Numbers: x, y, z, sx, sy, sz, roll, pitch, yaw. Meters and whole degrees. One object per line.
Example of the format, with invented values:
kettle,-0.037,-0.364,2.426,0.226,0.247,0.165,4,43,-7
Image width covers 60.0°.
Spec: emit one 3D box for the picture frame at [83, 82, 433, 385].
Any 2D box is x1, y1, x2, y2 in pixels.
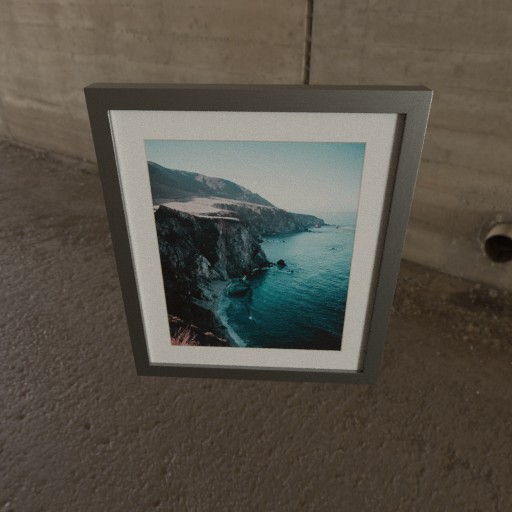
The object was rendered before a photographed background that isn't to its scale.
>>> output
picture frame,0.000,0.000,1.337,0.839,0.968,0.073,1,31,3
